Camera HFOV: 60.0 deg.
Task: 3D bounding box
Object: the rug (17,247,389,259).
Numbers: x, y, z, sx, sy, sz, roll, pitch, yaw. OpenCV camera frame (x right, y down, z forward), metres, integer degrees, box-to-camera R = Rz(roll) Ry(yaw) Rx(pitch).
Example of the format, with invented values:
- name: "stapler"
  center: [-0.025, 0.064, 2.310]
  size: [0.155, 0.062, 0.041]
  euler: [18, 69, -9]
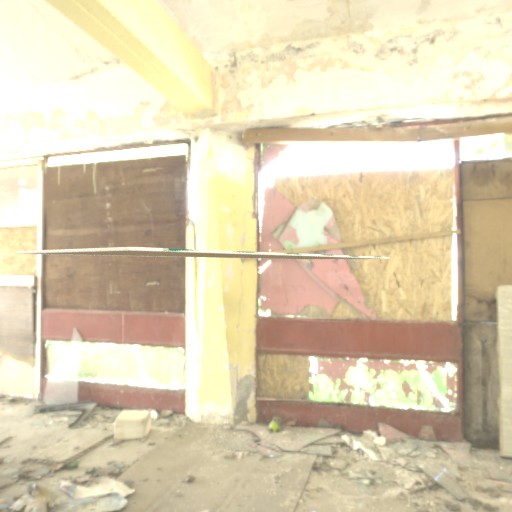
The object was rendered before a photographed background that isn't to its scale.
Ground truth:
- name: "rug"
  center: [0.000, 0.000, 2.655]
  size: [0.768, 0.012, 2.438]
  euler: [-1, -1, 36]
